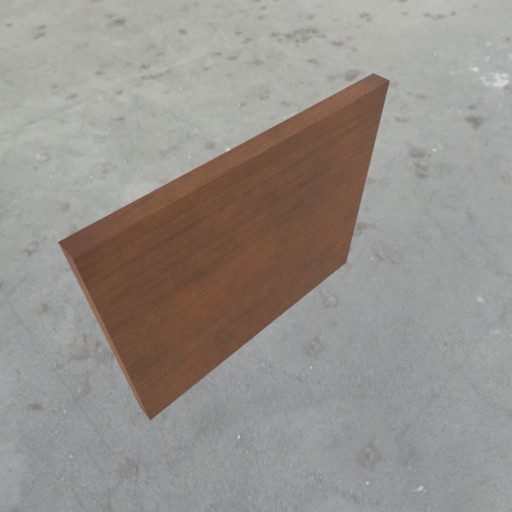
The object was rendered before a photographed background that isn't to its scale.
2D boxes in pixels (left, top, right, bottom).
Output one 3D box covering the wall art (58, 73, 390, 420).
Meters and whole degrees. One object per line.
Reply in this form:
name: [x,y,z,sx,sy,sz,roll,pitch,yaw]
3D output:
wall art: [0.000,0.000,0.773,0.558,0.457,0.033,-35,58,-26]
